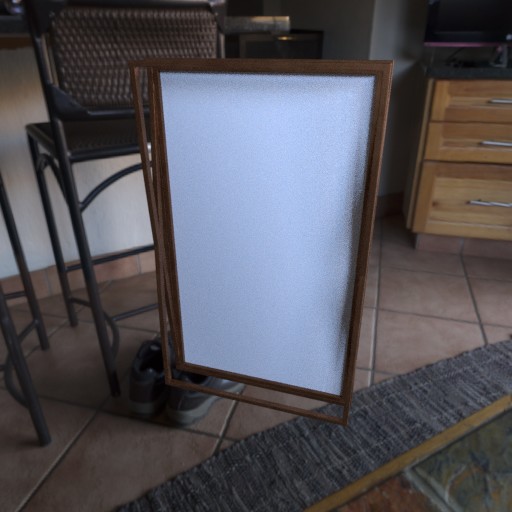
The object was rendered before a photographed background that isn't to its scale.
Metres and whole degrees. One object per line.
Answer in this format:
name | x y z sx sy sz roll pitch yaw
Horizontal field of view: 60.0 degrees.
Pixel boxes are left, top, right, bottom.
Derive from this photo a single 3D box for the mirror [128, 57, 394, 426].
mirror | 0.000 0.000 0.948 0.468 0.768 0.082 8 27 16
